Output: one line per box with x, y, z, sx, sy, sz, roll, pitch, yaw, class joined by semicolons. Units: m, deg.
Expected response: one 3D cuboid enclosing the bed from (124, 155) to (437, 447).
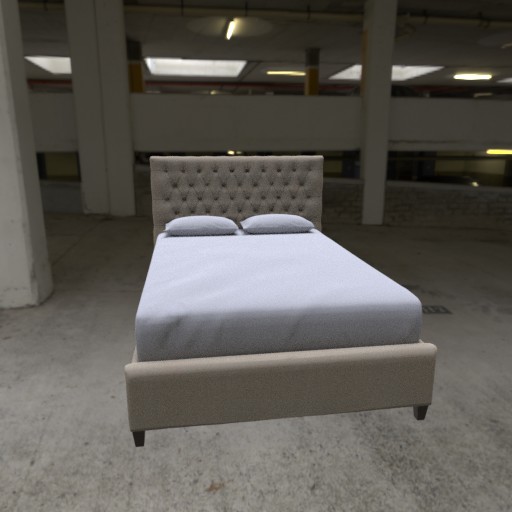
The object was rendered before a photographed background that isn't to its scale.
0.000;0.000;3.380;1.698;1.427;2.387;-2;14;-8;bed
